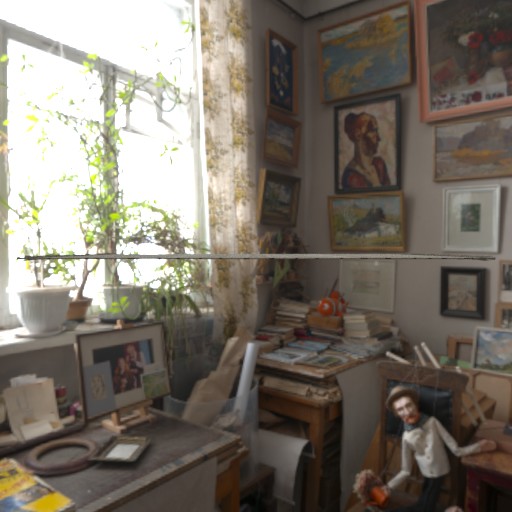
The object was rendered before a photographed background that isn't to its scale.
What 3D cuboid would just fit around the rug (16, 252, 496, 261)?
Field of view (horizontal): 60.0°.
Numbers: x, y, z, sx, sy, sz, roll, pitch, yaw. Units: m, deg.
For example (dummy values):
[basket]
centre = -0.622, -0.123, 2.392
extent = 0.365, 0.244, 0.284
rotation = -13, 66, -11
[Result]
[rug]
centre = 0.000, 0.000, 2.989
extent = 2.472, 0.035, 1.495
rotation = 0, 1, -1
